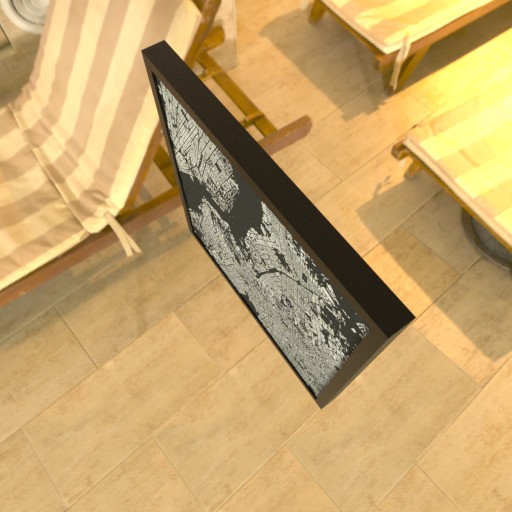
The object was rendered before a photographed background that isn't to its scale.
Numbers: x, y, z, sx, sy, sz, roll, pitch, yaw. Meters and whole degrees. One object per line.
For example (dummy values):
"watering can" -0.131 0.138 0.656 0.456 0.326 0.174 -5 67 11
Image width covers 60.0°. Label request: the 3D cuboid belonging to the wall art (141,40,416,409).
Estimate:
"wall art" 0.000 0.000 0.760 0.038 0.506 0.506 -32 68 -15
